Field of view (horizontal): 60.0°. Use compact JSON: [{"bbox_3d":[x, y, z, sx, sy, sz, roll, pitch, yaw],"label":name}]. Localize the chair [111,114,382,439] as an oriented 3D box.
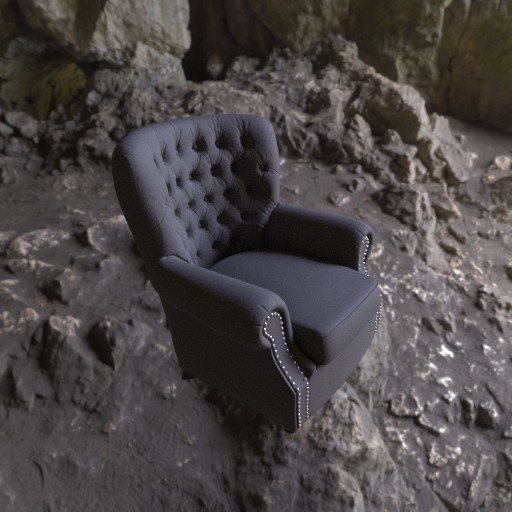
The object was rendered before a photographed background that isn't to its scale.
[{"bbox_3d":[0.000,0.000,1.880,0.983,1.046,0.983,17,30,31],"label":"chair"}]
